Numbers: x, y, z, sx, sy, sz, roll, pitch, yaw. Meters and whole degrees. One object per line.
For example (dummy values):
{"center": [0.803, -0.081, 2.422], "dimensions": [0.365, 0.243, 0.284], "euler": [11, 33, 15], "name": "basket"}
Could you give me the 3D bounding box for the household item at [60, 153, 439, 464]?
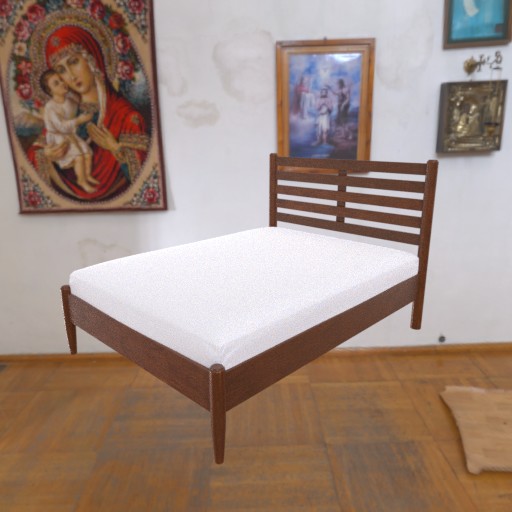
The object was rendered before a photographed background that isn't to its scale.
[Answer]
{"center": [0.000, 0.000, 3.250], "dimensions": [1.663, 1.356, 2.232], "euler": [14, 21, 42], "name": "household item"}
